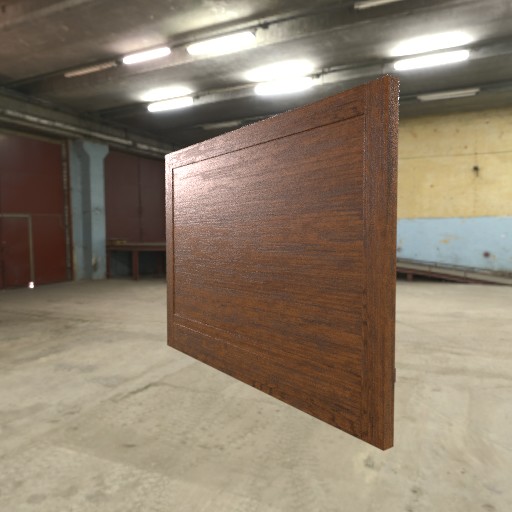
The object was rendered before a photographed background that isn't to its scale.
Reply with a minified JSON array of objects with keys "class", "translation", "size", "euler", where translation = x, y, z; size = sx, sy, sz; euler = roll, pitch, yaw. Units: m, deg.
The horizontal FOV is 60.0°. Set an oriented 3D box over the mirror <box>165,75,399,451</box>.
[{"class":"mirror","translation":[0.000,0.000,0.962],"size":[0.084,0.537,0.758],"euler":[-2,3,-35]}]
